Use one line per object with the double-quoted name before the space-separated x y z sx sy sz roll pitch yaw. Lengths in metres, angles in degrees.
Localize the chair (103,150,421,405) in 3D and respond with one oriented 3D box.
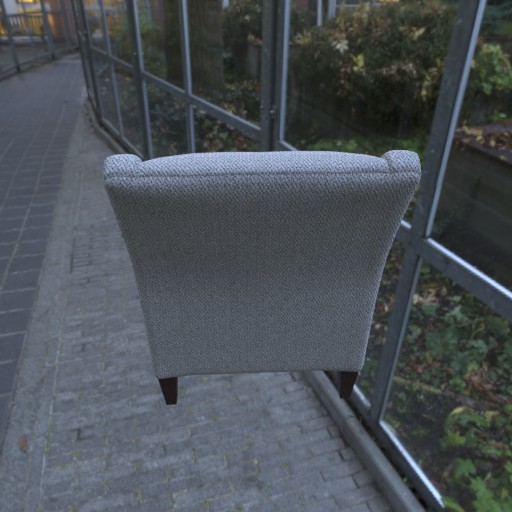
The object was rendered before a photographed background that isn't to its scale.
"chair" 0.000 0.000 1.632 0.774 1.014 0.870 -1 31 -2
